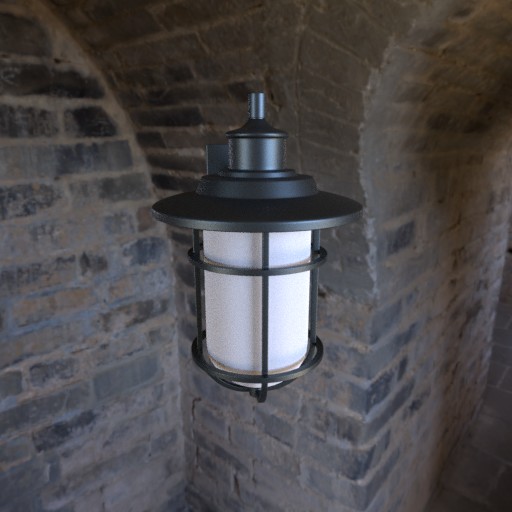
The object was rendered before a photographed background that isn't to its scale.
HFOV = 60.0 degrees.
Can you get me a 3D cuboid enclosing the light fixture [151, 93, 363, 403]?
[{"bbox_3d":[0.000,0.000,0.503,0.222,0.345,0.252,-2,15,-6],"label":"light fixture"}]
